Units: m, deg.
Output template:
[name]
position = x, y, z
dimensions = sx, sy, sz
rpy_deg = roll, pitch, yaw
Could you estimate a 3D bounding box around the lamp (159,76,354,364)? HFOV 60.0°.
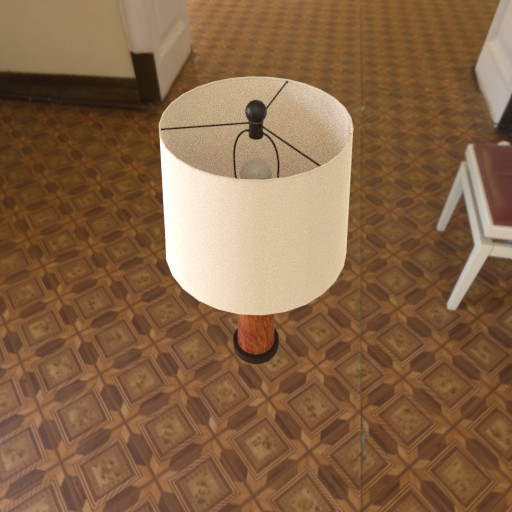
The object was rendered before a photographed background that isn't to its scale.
[lamp]
position = 0.000, 0.000, 0.892
dimensions = 0.349, 0.667, 0.349
rpy_deg = 0, 47, 0
